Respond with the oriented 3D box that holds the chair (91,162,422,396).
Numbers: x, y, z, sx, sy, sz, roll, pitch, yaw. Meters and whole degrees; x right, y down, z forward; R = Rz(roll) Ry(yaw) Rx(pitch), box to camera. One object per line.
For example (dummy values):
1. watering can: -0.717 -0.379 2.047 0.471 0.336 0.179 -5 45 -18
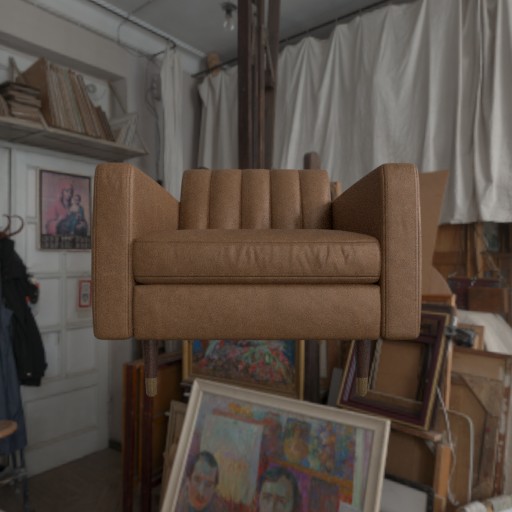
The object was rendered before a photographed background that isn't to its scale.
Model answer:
1. chair: 0.000 0.000 1.698 0.953 0.819 0.998 0 -1 0
